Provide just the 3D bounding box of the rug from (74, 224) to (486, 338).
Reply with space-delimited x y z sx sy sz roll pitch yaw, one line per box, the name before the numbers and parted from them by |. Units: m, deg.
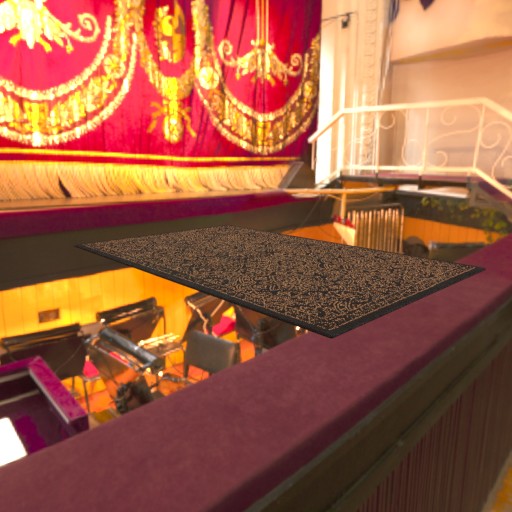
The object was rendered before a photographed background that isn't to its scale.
rug | 0.000 0.000 3.035 1.526 0.015 2.441 -12 17 -42
